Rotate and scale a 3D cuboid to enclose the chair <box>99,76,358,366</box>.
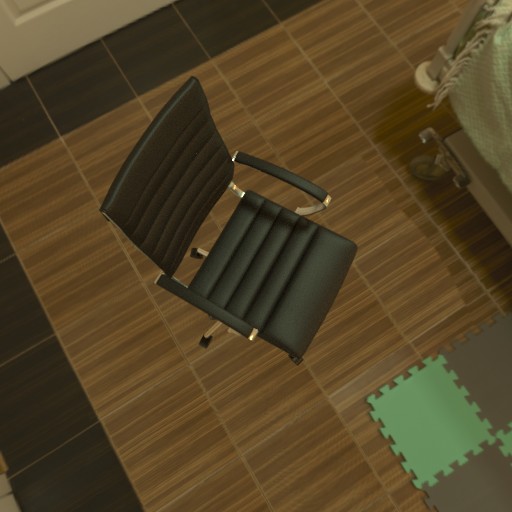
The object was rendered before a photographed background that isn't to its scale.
[{"bbox_3d":[0.000,0.000,1.639,0.739,1.149,0.766,28,77,7],"label":"chair"}]
